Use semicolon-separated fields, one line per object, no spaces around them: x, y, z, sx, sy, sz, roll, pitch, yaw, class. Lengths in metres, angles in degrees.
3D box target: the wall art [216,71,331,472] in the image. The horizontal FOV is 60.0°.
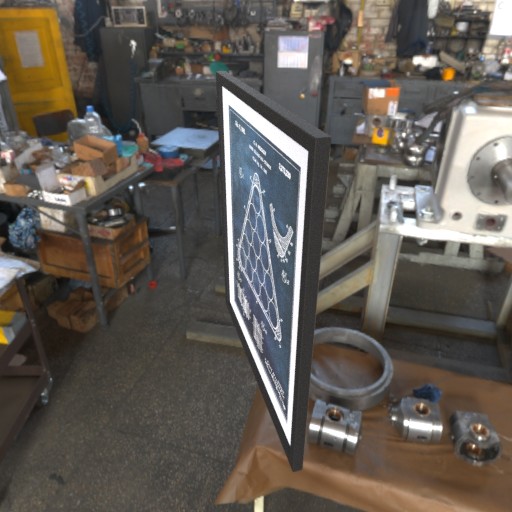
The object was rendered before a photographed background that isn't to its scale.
0.000;0.000;1.238;0.028;0.863;0.755;-9;32;-14;wall art
